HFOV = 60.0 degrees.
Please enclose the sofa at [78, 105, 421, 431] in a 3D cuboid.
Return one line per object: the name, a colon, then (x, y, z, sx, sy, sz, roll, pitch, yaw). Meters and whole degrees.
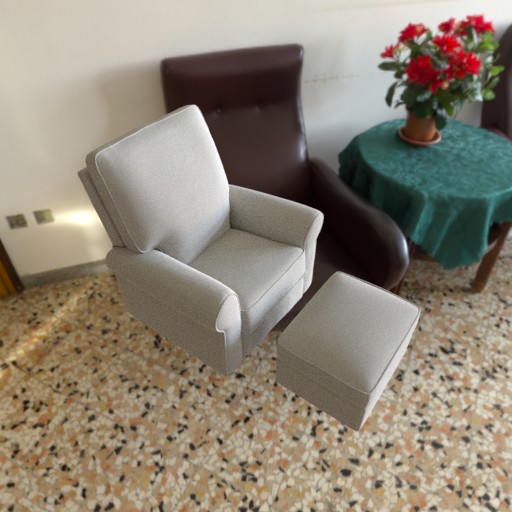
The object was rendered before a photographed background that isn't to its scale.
sofa: (0.000, 0.000, 2.067, 1.478, 0.959, 0.880, 26, 48, 26)
